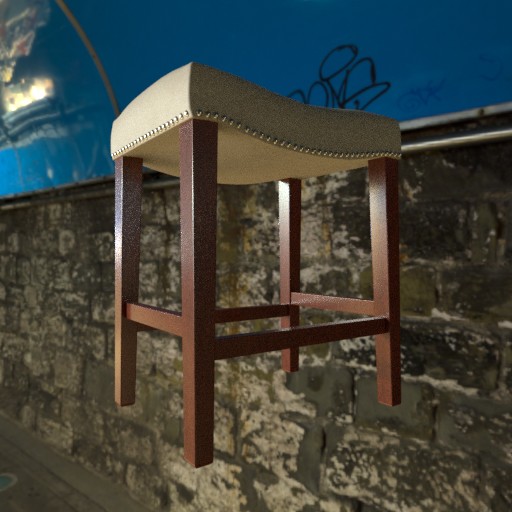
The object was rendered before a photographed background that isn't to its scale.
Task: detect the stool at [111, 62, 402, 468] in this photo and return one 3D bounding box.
[{"bbox_3d":[0.000,0.000,0.945,0.509,0.632,0.375,0,0,-36],"label":"stool"}]
